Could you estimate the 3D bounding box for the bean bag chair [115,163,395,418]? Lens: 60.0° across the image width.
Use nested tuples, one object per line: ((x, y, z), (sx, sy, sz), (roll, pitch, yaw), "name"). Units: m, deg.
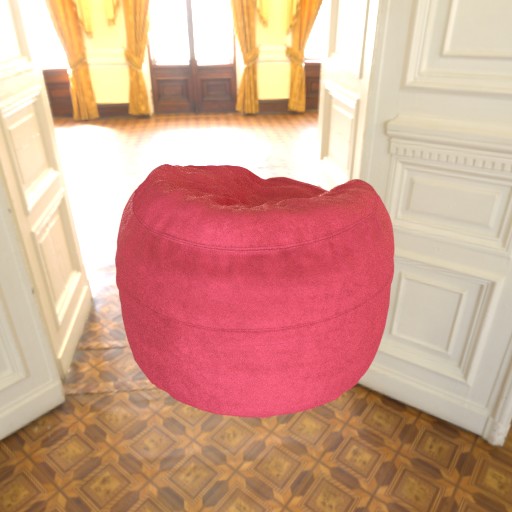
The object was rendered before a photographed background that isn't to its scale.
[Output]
((0.000, 0.000, 2.008), (1.218, 0.788, 1.218), (0, 29, 0), "bean bag chair")
